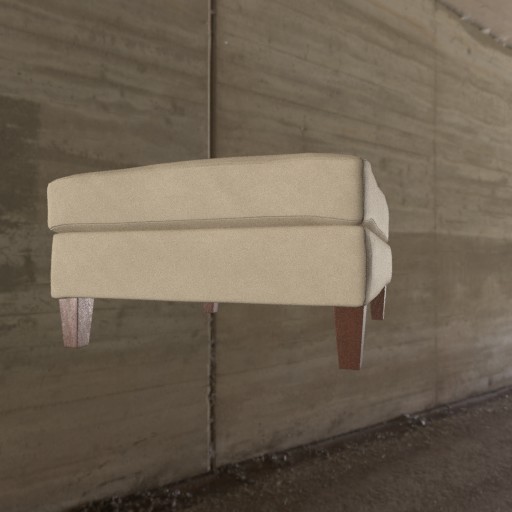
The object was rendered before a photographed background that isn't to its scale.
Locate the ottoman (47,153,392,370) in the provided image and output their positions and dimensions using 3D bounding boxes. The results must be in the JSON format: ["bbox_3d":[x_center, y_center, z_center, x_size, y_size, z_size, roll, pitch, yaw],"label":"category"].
[{"bbox_3d":[0.000,0.000,1.475,0.836,0.492,1.002,0,-1,19],"label":"ottoman"}]
